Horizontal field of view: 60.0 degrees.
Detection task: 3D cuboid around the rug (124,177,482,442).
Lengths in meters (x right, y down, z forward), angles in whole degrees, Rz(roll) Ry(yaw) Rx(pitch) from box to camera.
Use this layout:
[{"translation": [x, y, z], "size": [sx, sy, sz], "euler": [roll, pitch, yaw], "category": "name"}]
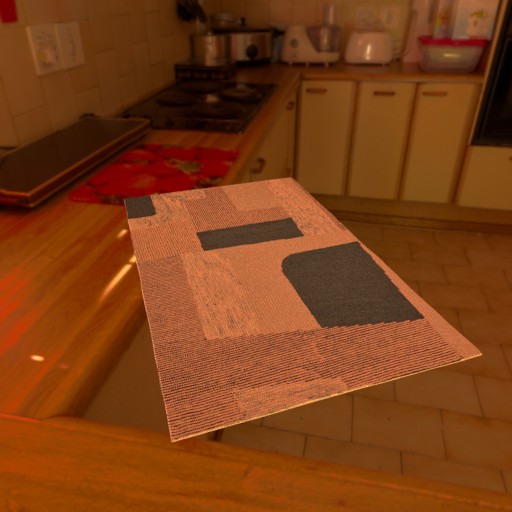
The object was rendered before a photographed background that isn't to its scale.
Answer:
[{"translation": [0.000, 0.000, 2.939], "size": [1.521, 0.015, 2.436], "euler": [-10, 33, -16], "category": "rug"}]
